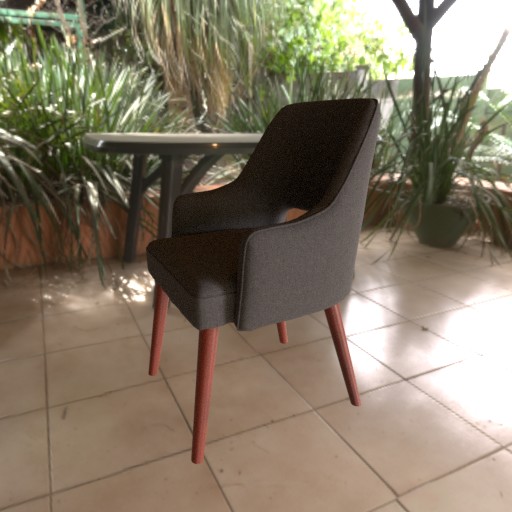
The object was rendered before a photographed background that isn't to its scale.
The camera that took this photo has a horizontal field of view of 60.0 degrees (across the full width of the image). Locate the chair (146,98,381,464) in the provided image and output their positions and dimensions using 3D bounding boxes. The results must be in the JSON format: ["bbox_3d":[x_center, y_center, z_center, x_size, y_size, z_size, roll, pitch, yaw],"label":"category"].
[{"bbox_3d":[0.000,0.000,1.241,0.560,0.838,0.559,-8,19,-25],"label":"chair"}]
